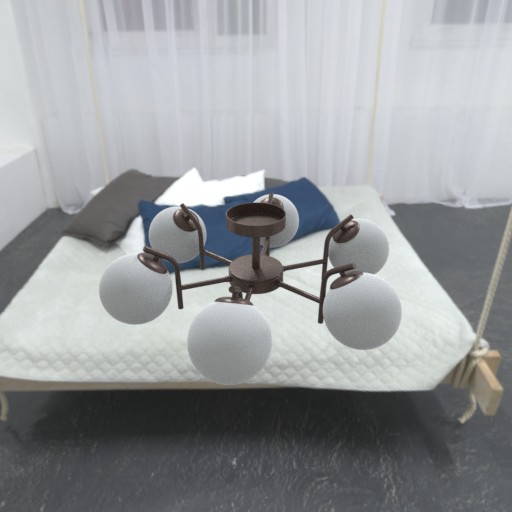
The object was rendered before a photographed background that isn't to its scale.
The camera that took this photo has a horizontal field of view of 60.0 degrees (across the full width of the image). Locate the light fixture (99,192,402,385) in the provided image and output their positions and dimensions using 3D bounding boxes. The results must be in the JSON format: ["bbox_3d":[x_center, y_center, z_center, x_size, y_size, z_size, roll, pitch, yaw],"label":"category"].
[{"bbox_3d":[0.000,0.000,0.968,0.662,0.201,0.662,0,28,0],"label":"light fixture"}]
